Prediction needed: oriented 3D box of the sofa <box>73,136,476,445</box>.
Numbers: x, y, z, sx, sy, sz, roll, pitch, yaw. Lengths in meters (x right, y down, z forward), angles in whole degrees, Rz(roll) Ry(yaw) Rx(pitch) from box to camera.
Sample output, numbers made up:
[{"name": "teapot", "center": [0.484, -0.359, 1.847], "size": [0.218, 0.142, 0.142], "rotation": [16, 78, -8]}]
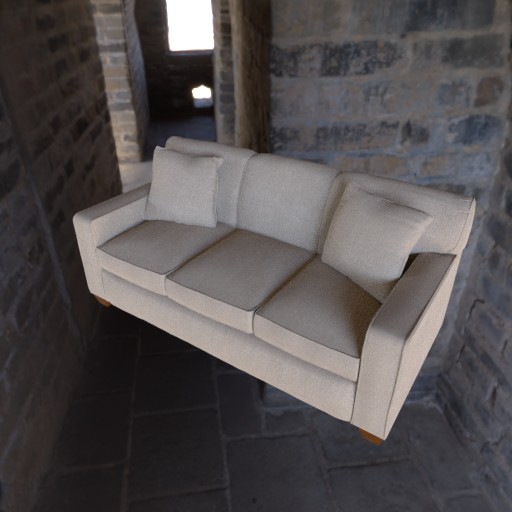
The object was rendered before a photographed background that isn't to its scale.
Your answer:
[{"name": "sofa", "center": [0.000, 0.000, 2.546], "size": [2.024, 0.958, 0.997], "rotation": [19, 36, 29]}]
